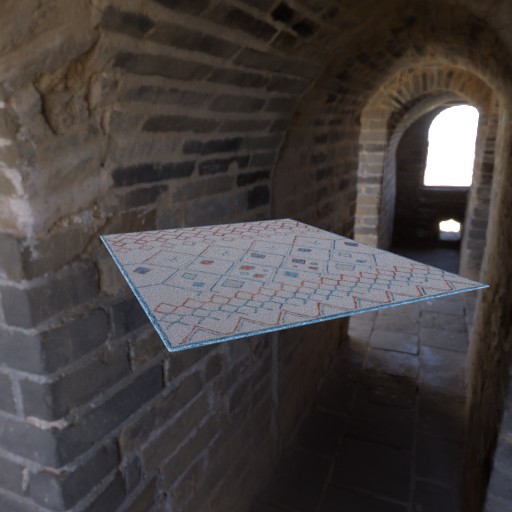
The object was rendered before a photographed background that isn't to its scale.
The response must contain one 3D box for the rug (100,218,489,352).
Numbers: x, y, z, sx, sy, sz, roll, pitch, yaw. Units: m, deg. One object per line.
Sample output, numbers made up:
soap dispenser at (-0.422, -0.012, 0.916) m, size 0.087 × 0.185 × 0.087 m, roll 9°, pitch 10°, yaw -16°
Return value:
rug at (0.000, 0.000, 4.152) m, size 2.441 × 0.016 × 3.050 m, roll -7°, pitch 17°, yaw -24°
